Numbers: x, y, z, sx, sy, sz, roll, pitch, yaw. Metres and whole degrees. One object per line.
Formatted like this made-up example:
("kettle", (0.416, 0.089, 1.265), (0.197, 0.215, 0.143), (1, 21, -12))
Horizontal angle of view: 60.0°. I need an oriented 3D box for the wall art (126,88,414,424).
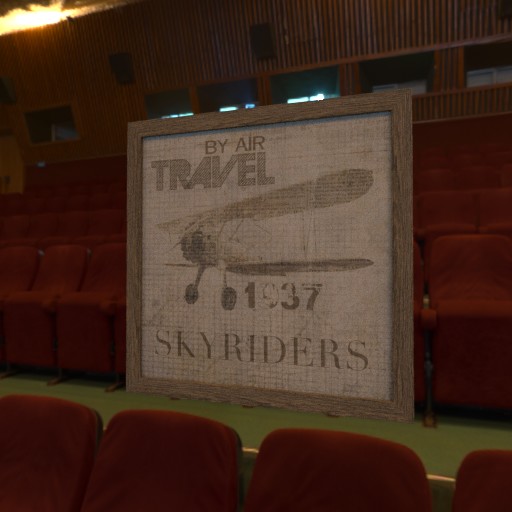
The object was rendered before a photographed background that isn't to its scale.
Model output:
("wall art", (0.000, 0.000, 0.761), (0.508, 0.508, 0.019), (0, -1, 19))
